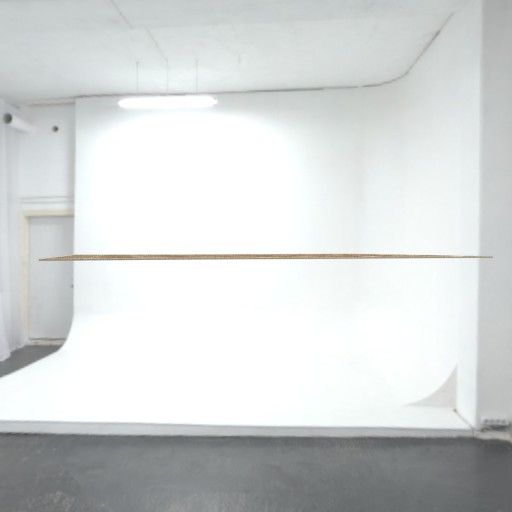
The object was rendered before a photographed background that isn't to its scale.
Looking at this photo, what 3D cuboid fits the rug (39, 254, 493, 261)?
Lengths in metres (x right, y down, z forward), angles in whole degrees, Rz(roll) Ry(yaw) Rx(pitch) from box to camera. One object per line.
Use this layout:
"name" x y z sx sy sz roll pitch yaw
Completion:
"rug" 0.000 0.000 2.825 2.284 0.008 1.522 0 1 -17
